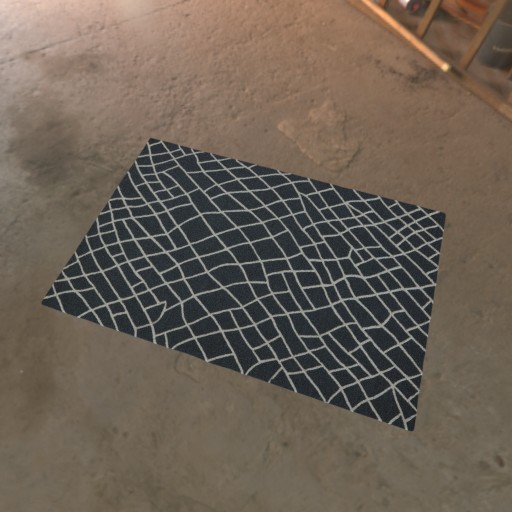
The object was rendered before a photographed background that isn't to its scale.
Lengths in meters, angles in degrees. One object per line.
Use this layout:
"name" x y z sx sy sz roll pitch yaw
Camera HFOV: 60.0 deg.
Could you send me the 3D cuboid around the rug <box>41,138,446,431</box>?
"rug" 0.000 0.000 2.329 1.830 0.013 1.223 16 60 10
